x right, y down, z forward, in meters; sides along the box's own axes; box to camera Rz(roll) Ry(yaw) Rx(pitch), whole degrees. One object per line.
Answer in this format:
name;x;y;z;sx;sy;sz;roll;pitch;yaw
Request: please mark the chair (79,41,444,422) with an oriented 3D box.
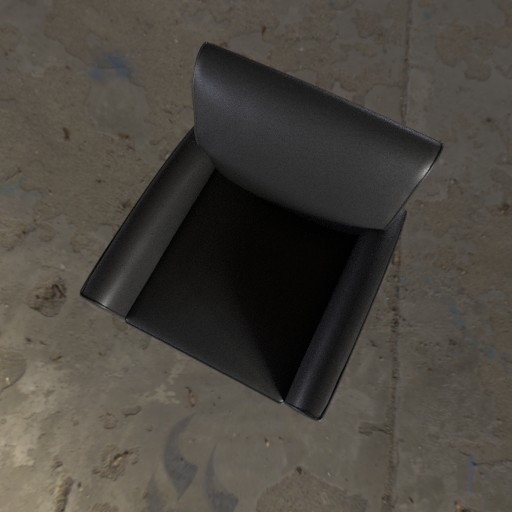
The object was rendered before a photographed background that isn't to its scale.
chair;0.000;0.000;1.559;0.820;0.916;0.819;26;77;7
